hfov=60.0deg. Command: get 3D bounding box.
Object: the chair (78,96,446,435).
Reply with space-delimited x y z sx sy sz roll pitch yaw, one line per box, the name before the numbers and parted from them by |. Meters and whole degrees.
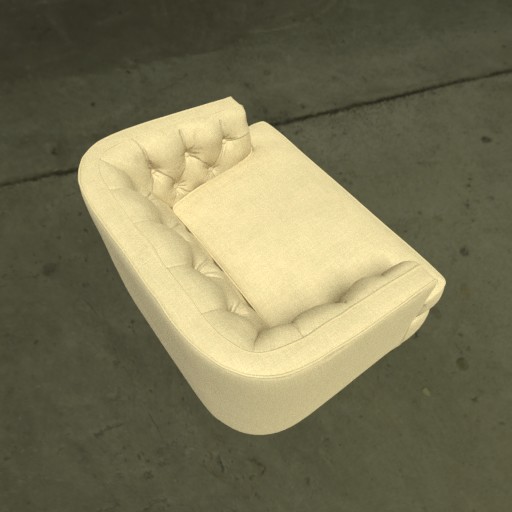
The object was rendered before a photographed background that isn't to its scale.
chair | 0.000 0.000 1.704 0.914 0.787 1.118 -32 62 -19
